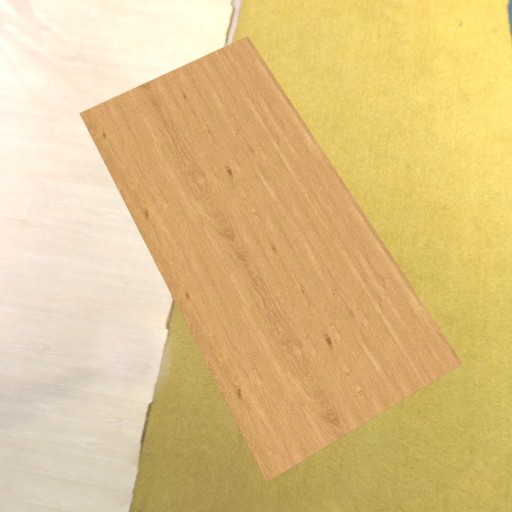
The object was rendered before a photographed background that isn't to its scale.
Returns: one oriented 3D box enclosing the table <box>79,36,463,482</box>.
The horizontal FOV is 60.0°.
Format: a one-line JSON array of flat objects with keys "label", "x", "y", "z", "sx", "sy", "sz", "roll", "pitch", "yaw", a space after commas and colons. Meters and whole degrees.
[{"label": "table", "x": 0.000, "y": 0.000, "z": 1.180, "sx": 0.450, "sy": 0.452, "sz": 0.899, "roll": -28, "pitch": 77, "yaw": -7}]
